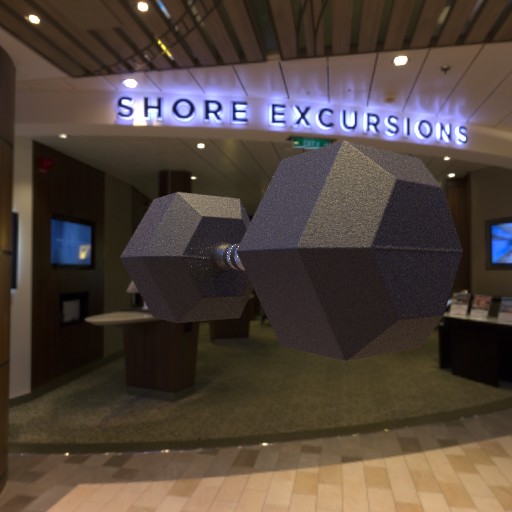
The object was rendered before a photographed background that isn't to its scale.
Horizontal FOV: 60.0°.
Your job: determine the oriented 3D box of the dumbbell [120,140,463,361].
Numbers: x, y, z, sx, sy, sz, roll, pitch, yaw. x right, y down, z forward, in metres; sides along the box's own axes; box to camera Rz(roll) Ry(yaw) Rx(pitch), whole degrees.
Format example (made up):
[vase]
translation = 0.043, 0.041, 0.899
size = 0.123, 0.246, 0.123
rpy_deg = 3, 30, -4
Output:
[dumbbell]
translation = 0.000, 0.000, 0.456
size = 0.173, 0.150, 0.384
rpy_deg = 1, -2, -36
